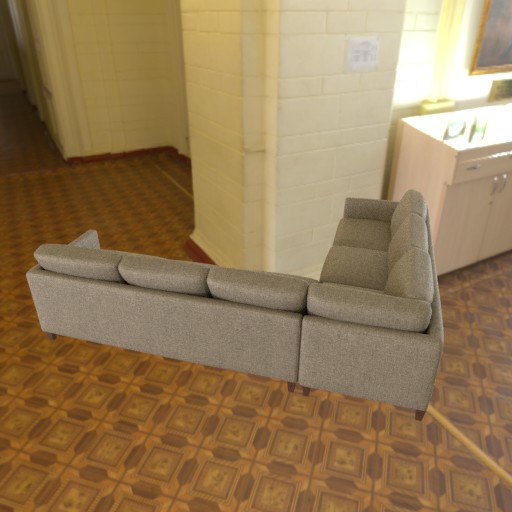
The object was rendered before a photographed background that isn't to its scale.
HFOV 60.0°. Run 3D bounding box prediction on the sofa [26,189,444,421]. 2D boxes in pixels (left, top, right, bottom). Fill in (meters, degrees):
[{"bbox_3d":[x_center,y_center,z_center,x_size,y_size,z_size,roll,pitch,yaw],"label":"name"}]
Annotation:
[{"bbox_3d":[0.000,0.000,4.430,3.302,0.947,2.593,8,29,15],"label":"sofa"}]
